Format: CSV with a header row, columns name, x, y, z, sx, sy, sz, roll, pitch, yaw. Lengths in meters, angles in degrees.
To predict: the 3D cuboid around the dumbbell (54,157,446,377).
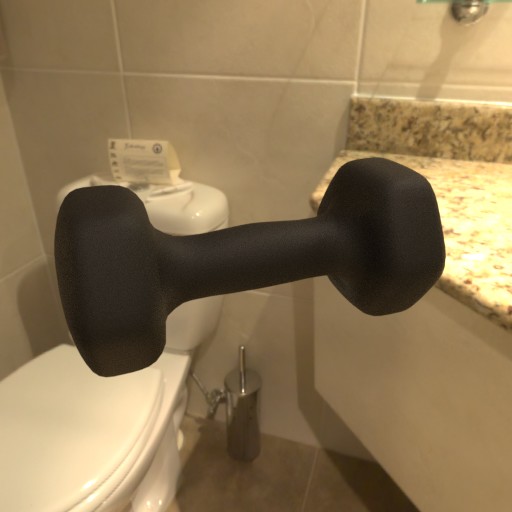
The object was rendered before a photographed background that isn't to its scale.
name,x,y,z,sx,sy,sz,roll,pitch,yaw
dumbbell,0.000,0.000,0.283,0.231,0.101,0.112,-9,29,-16
